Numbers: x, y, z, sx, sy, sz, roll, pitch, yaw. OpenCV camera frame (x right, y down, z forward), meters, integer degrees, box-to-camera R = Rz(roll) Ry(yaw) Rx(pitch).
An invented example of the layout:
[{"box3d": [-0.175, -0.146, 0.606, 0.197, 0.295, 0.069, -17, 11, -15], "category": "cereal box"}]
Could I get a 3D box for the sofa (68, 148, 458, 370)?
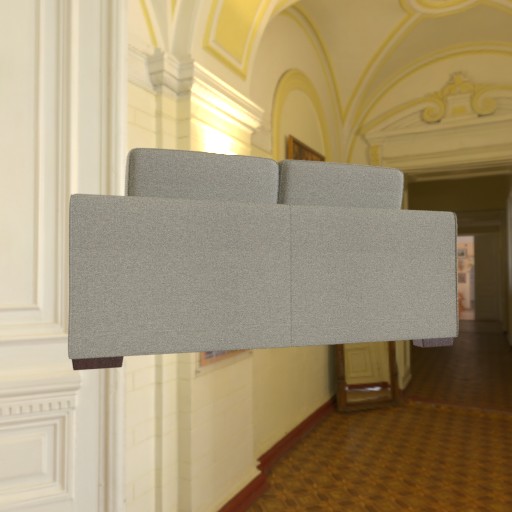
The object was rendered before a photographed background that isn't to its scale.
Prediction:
[{"box3d": [0.000, 0.000, 2.431, 1.812, 0.924, 1.007, 1, -2, -18], "category": "sofa"}]
